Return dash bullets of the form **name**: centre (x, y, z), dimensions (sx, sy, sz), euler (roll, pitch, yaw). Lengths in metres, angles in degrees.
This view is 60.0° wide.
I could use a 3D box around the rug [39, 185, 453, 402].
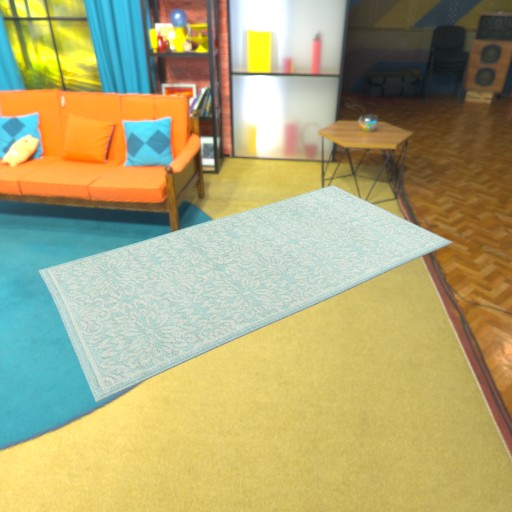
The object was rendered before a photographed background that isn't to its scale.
- **rug**: centre (0.000, 0.000, 1.442), dimensions (1.219, 0.007, 0.604), euler (-19, 37, -28)
